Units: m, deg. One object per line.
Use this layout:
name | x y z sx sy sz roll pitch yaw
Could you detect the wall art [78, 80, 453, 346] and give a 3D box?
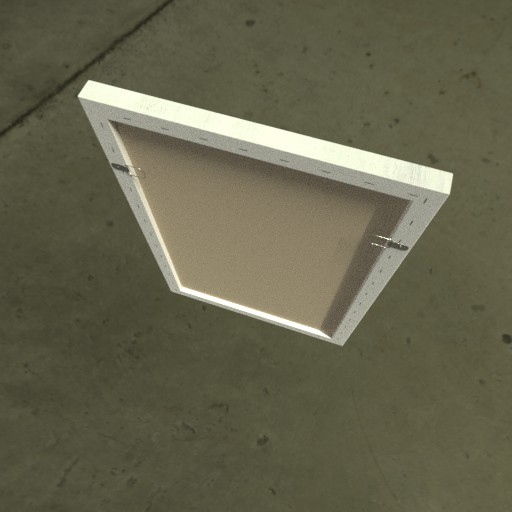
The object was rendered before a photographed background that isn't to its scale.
wall art | 0.000 0.000 1.126 0.624 0.914 0.043 17 66 8
